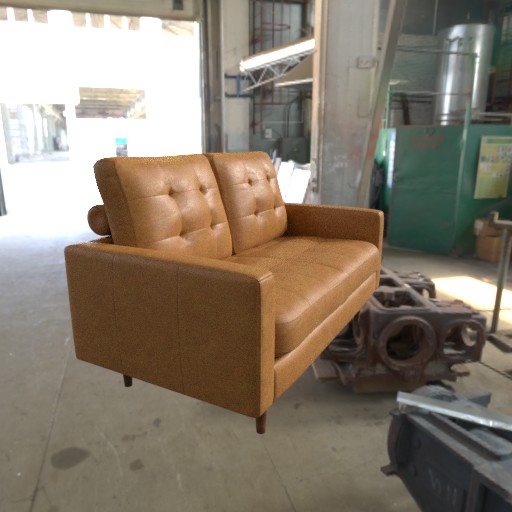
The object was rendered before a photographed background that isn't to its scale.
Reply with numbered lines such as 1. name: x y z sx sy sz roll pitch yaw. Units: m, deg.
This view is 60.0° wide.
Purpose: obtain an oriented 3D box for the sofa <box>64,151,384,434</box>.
1. sofa: 0.000 0.000 2.004 0.868 0.898 1.430 8 16 28
